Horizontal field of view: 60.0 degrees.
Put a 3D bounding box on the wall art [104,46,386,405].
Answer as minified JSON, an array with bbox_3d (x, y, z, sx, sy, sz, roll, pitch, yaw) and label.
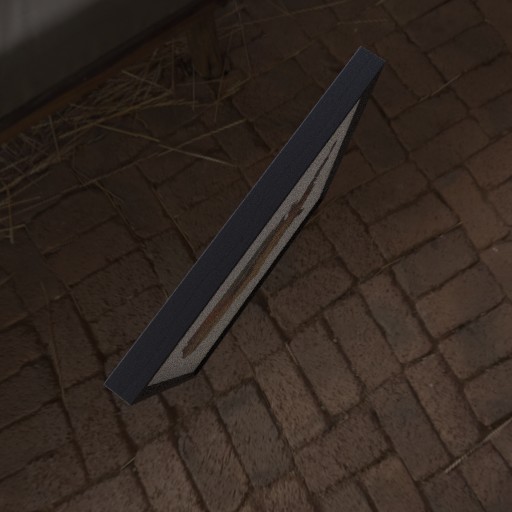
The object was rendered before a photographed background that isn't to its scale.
[{"bbox_3d":[0.000,0.000,0.762,0.038,0.507,0.507,35,80,7],"label":"wall art"}]
